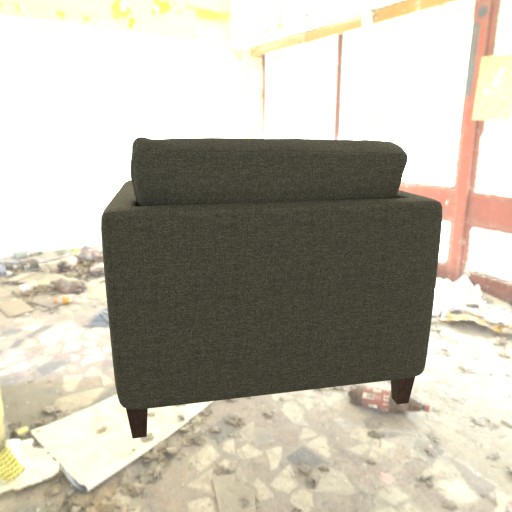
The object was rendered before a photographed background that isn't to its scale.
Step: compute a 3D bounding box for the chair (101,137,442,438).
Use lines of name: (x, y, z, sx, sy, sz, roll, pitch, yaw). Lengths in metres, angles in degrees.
chair: (0.000, 0.000, 1.850, 1.107, 0.963, 0.959, -3, 16, -11)
